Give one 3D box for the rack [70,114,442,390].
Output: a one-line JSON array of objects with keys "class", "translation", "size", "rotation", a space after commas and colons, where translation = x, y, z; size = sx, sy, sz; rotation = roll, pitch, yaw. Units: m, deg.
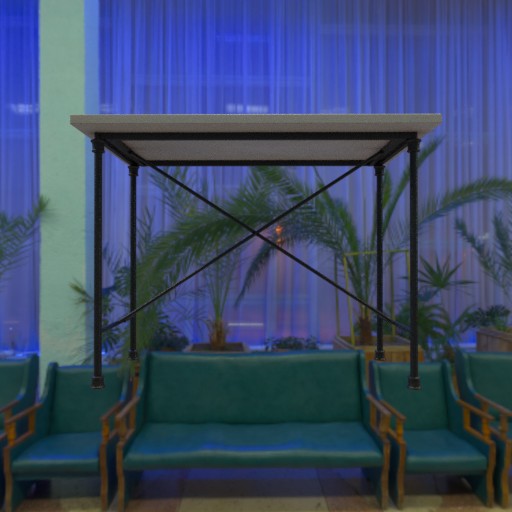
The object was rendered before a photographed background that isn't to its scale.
[{"class": "rack", "translation": [0.000, 0.000, 1.683], "size": [1.159, 0.880, 0.613], "rotation": [0, 0, 0]}]
